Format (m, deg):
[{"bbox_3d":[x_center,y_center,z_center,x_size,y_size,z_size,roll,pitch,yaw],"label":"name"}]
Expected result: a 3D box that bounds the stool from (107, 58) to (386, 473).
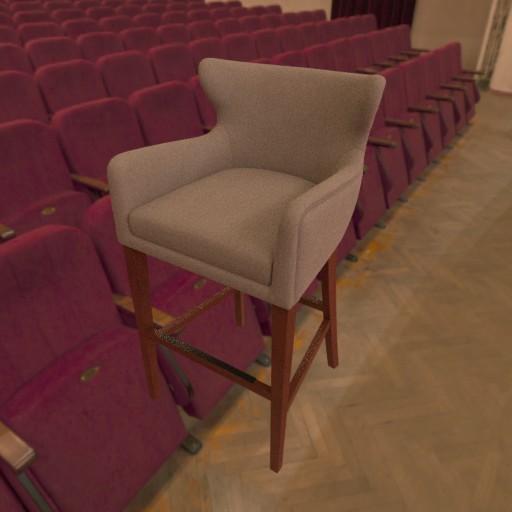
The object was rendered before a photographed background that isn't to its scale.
[{"bbox_3d":[0.000,0.000,1.359,0.575,1.047,0.575,19,37,28],"label":"stool"}]
